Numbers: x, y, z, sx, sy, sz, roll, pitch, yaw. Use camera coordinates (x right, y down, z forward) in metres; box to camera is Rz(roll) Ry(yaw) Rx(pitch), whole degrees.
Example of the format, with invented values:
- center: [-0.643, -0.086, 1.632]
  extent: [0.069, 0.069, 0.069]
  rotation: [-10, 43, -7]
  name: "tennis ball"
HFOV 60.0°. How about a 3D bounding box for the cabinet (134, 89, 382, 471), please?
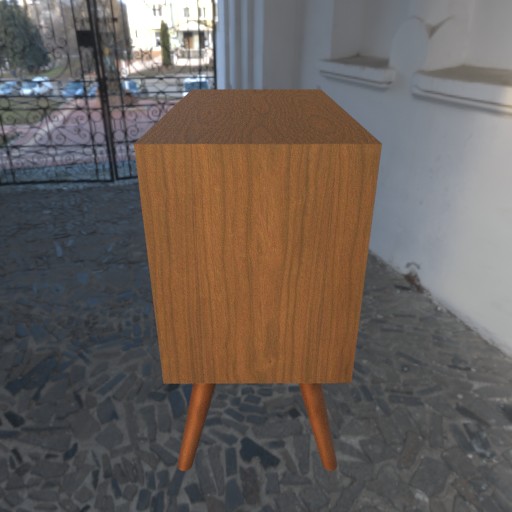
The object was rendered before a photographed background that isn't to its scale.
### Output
- center: [0.000, 0.000, 1.169]
  extent: [0.388, 0.748, 0.712]
  rotation: [0, 27, 0]
  name: "cabinet"
